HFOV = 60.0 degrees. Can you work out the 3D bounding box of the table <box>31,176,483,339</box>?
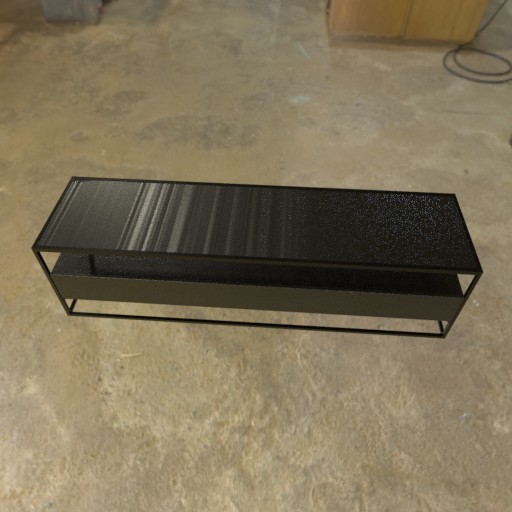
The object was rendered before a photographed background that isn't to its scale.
[{"bbox_3d":[0.000,0.000,1.731,1.486,0.395,0.399,3,48,3],"label":"table"}]
